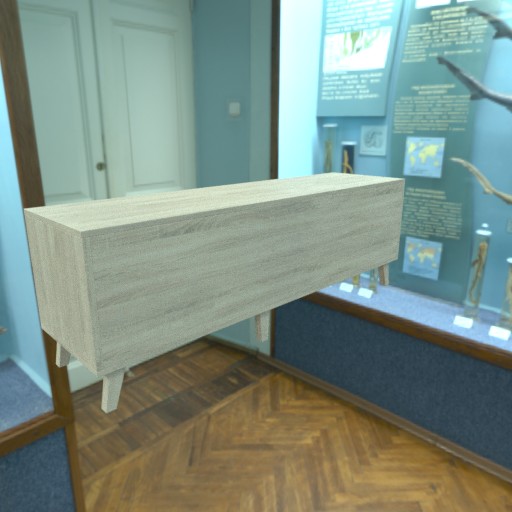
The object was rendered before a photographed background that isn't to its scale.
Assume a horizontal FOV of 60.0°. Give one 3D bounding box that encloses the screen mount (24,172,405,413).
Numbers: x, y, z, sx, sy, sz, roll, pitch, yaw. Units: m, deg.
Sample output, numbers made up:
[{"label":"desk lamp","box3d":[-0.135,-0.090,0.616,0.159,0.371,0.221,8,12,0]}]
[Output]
[{"label":"screen mount","box3d":[0.000,0.000,1.728,1.500,0.510,0.400,-15,22,-42]}]
